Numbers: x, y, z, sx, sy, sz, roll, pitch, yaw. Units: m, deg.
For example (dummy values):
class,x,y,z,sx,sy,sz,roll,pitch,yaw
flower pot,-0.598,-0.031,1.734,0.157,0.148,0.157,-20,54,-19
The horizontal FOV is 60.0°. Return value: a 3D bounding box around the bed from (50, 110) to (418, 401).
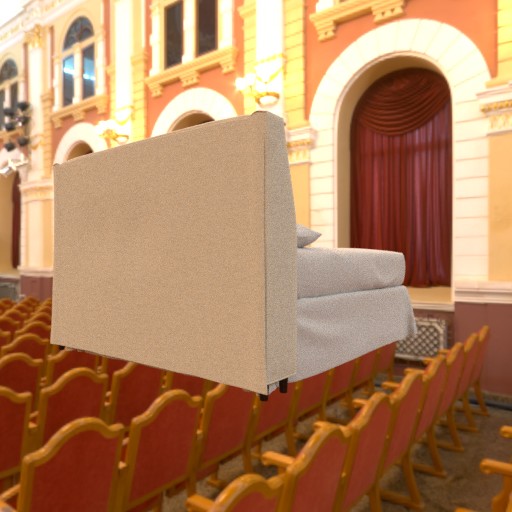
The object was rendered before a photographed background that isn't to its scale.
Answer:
class,x,y,z,sx,sy,sz,roll,pitch,yaw
bed,0.000,0.000,3.425,1.925,1.332,2.276,0,0,38
